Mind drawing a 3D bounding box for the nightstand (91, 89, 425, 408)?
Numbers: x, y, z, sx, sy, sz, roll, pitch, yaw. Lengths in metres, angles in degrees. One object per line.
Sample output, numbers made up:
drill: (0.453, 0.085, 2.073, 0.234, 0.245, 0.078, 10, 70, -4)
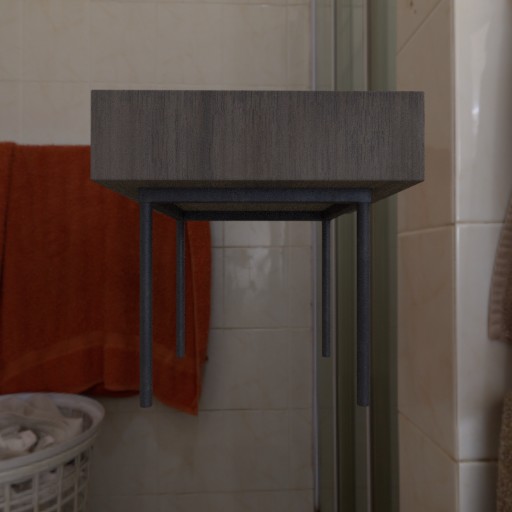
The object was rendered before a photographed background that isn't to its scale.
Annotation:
nightstand: (0.000, 0.000, 0.913, 0.503, 0.497, 0.502, 0, 0, -1)
